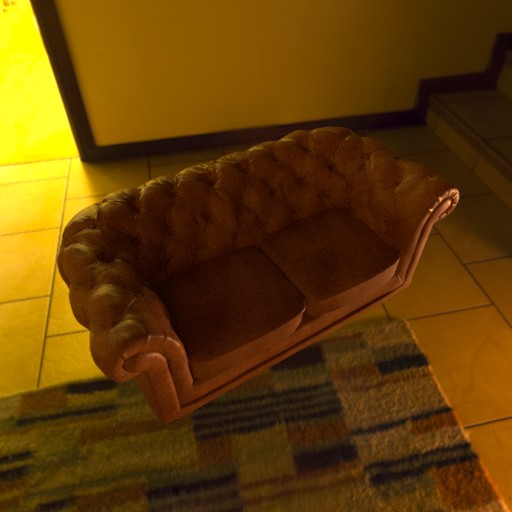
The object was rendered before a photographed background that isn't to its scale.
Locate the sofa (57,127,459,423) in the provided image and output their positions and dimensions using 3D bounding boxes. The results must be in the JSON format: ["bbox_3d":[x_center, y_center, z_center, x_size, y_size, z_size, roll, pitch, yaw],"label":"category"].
[{"bbox_3d":[0.000,0.000,2.515,1.979,0.877,1.042,-24,49,-22],"label":"sofa"}]
